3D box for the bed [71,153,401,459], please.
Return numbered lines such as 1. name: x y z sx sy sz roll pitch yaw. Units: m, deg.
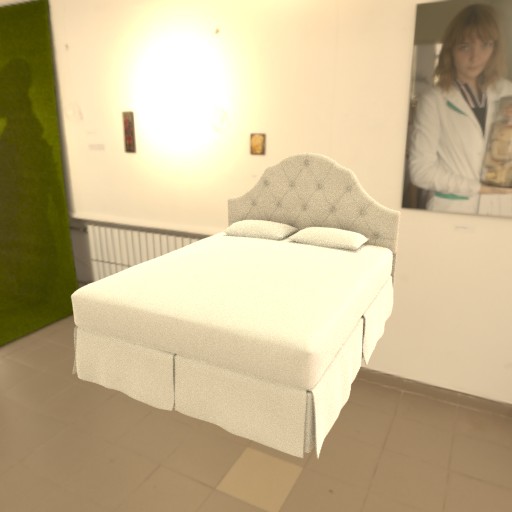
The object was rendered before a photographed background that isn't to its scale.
1. bed: 0.000 0.000 3.836 2.039 1.617 2.477 8 18 26
